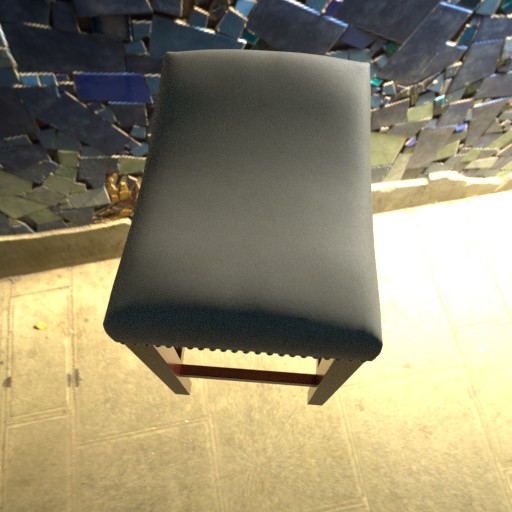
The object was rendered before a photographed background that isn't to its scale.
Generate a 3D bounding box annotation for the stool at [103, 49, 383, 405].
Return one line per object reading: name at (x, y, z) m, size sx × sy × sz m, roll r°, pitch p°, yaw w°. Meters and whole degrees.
stool at (0.000, 0.000, 0.924) m, size 0.375 × 0.632 × 0.509 m, roll 4°, pitch 65°, yaw 2°
